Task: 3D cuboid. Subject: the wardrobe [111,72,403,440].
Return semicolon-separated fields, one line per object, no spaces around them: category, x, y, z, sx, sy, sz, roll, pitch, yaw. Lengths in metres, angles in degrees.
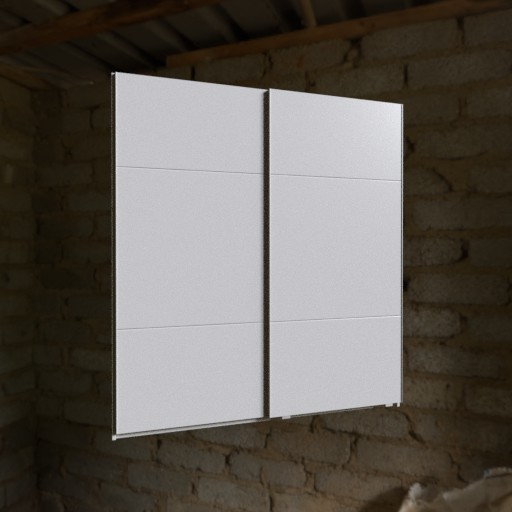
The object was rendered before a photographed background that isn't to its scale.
wardrobe;0.000;0.000;2.882;1.780;1.960;0.629;0;0;-18
